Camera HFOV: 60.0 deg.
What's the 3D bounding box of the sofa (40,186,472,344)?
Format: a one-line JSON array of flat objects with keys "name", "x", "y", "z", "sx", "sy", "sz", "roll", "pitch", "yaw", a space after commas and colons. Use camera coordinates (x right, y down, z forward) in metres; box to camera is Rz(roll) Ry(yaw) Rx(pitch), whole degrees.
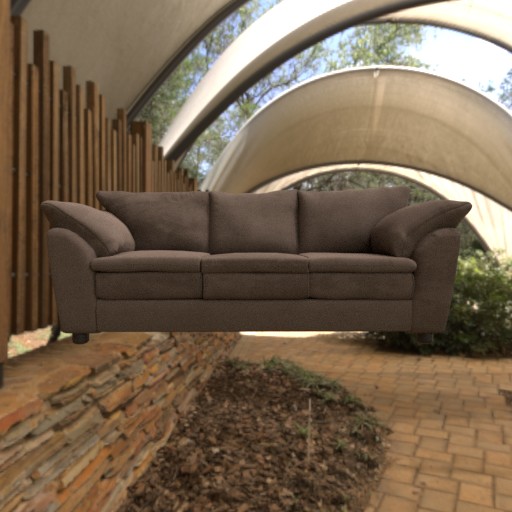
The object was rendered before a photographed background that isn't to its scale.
[{"name": "sofa", "x": 0.000, "y": 0.000, "z": 2.815, "sx": 2.377, "sy": 0.981, "sz": 0.893, "roll": 0, "pitch": 0, "yaw": 0}]
